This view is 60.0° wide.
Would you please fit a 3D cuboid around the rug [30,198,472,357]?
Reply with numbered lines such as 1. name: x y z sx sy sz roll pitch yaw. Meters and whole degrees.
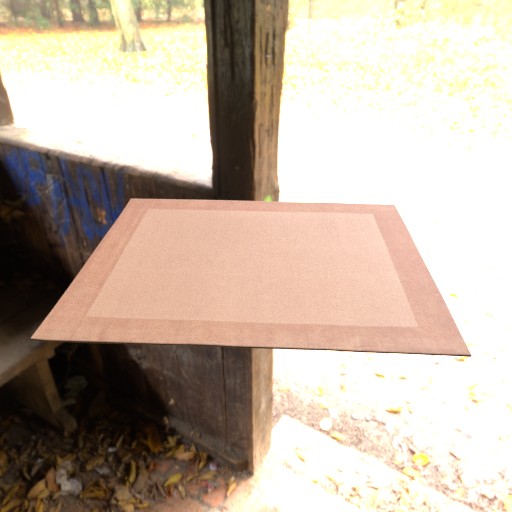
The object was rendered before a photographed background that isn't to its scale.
1. rug: 0.000 0.000 4.085 3.057 0.021 2.431 2 31 3
